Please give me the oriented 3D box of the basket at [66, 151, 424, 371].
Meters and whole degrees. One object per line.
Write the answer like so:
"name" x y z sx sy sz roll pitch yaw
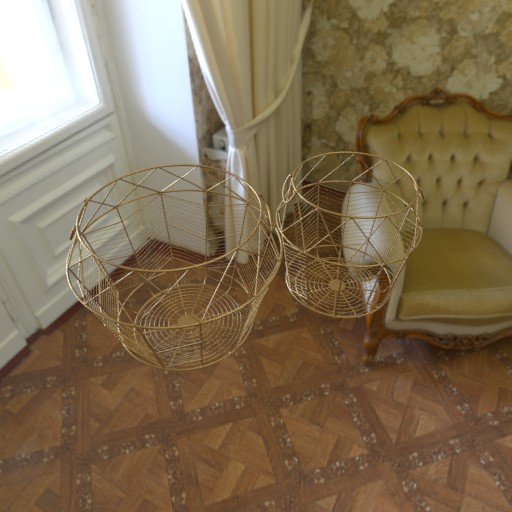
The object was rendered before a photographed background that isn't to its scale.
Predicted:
"basket" 0.000 0.000 1.037 0.805 0.343 0.451 -12 42 -14
